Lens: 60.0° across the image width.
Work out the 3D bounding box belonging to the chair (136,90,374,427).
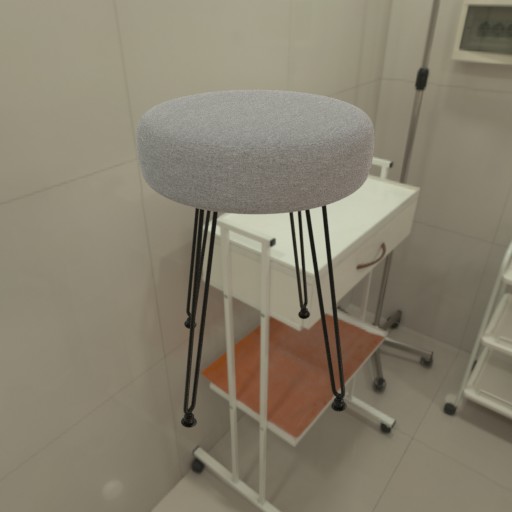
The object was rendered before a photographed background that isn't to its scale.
[{"bbox_3d":[0.000,0.000,0.670,0.350,0.440,0.350,22,37,31],"label":"chair"}]
